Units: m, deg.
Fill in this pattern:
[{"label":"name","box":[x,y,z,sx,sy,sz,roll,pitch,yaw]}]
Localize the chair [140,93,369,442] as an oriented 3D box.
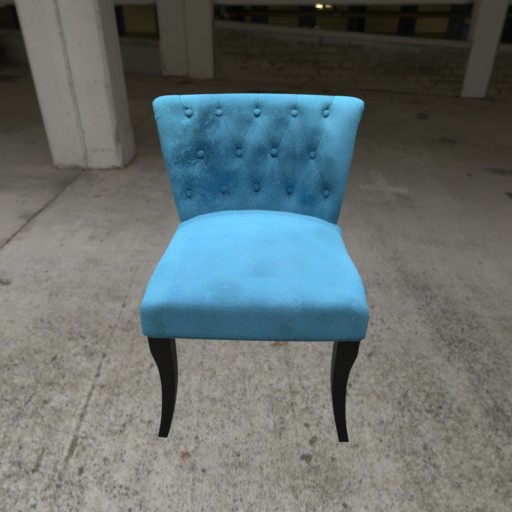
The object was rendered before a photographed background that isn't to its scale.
[{"label":"chair","box":[0.000,0.000,1.208,0.582,0.750,0.605,1,31,2]}]
